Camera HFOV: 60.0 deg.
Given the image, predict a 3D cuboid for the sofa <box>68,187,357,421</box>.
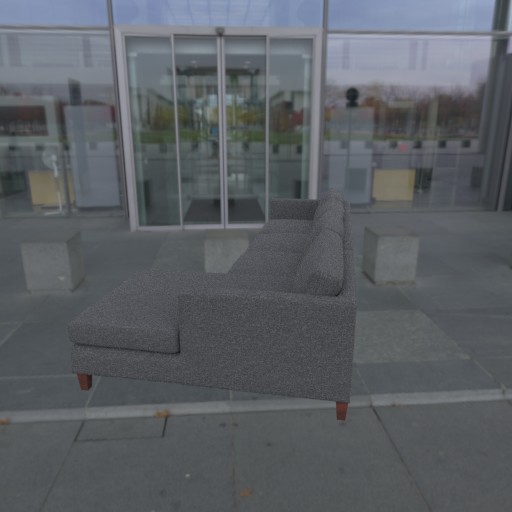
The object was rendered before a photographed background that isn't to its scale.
[{"bbox_3d":[0.000,0.000,3.861,1.625,0.846,3.186,3,17,10],"label":"sofa"}]
